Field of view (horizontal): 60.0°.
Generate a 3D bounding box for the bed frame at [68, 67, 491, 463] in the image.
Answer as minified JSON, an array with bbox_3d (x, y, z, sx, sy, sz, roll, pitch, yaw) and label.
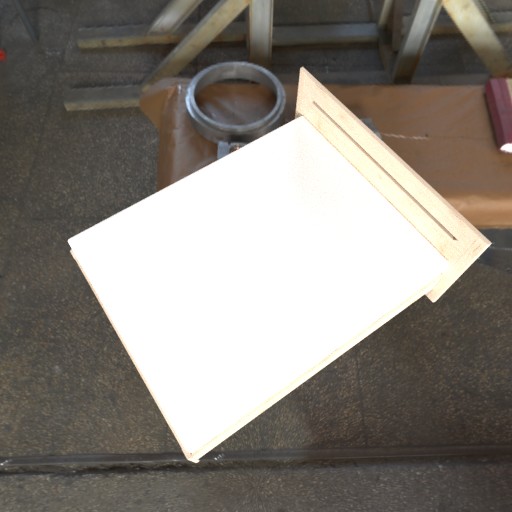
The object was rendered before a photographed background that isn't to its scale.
[{"bbox_3d":[0.000,0.000,3.035,2.080,0.900,1.800,-31,67,-15],"label":"bed frame"}]
